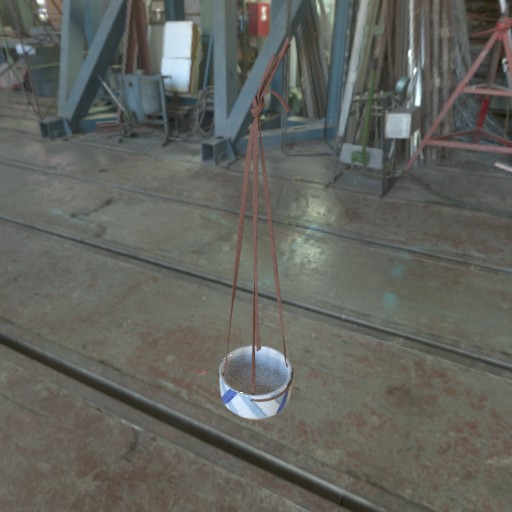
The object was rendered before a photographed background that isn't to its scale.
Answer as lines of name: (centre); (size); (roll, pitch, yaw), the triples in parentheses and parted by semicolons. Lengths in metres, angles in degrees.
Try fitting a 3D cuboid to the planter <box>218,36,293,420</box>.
planter: (0.000, 0.000, 0.843); (0.166, 0.751, 0.166); (-9, 31, -15)
